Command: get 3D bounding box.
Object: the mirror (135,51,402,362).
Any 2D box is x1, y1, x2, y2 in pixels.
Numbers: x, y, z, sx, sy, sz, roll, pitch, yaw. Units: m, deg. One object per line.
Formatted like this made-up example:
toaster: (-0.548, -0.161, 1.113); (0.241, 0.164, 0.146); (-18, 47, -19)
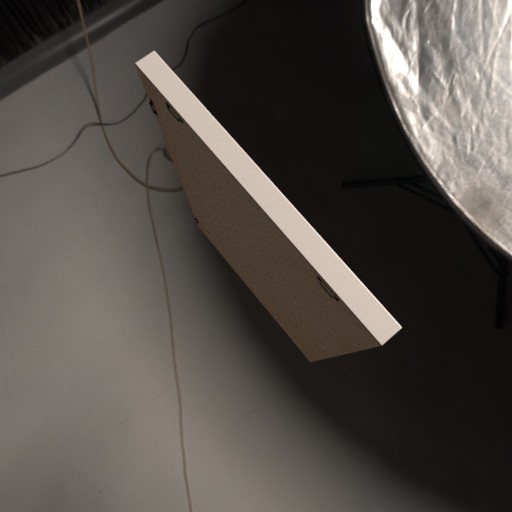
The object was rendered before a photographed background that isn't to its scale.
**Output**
mirror: (0.000, 0.000, 0.922); (0.039, 0.710, 0.507); (-38, 78, -9)
